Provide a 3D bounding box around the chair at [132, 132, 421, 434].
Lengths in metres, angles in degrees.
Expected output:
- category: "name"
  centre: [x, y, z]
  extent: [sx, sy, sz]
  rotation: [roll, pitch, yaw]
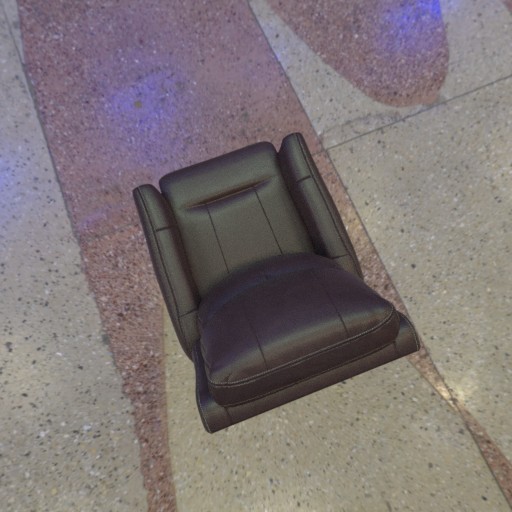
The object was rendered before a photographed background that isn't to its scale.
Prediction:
- category: "chair"
  centre: [0.000, 0.000, 1.810]
  extent: [0.829, 1.030, 1.080]
  rotation: [-20, 77, -5]
